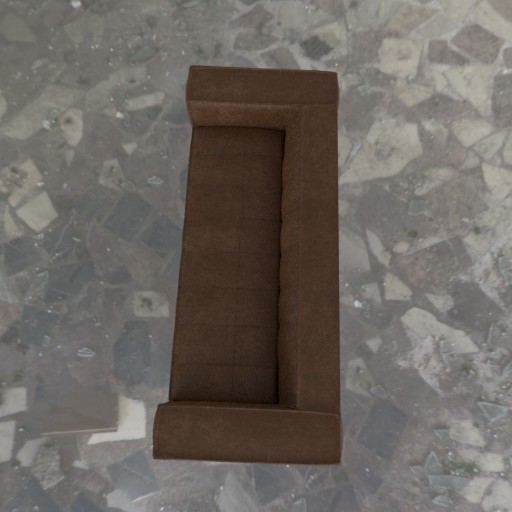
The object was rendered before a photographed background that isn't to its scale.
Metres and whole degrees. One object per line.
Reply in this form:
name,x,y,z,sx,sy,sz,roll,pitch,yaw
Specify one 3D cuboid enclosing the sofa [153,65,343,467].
sofa,0.000,0.000,3.078,1.102,0.701,2.581,2,74,1
